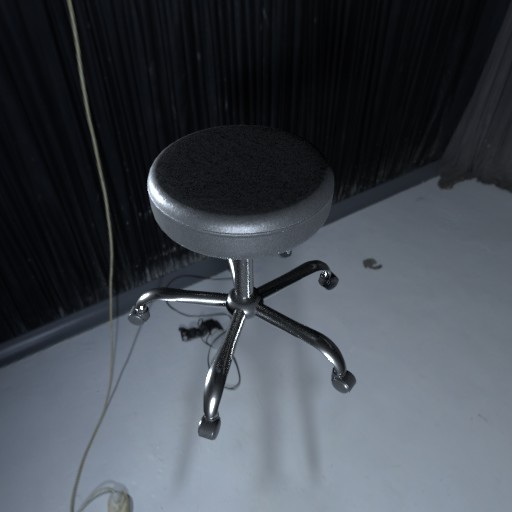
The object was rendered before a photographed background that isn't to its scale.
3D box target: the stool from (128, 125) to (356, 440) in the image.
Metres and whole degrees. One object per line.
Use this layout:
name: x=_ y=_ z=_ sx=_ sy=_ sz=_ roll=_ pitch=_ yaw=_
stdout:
stool: x=0.000 y=0.000 z=1.159 sx=0.638 sy=0.576 sz=0.673 roll=-25 pitch=48 yaw=-24
